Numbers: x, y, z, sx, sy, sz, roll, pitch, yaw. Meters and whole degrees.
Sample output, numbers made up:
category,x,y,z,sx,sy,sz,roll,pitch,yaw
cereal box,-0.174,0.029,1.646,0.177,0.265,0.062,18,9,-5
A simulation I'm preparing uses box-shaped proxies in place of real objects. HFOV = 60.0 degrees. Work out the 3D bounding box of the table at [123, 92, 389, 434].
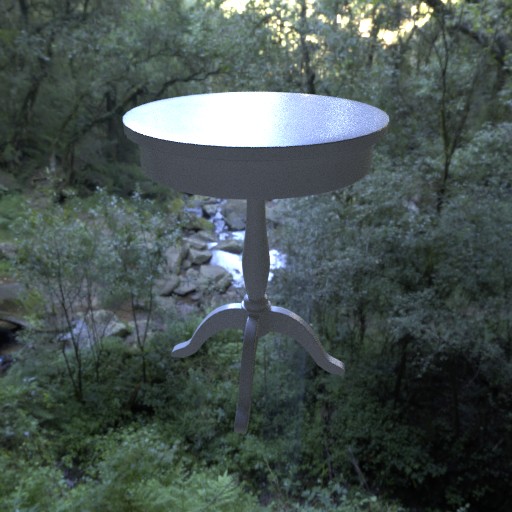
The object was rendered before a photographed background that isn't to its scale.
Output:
category,x,y,z,sx,sy,sz,roll,pitch,yaw
table,0.000,0.000,1.037,0.513,0.653,0.513,0,29,0
